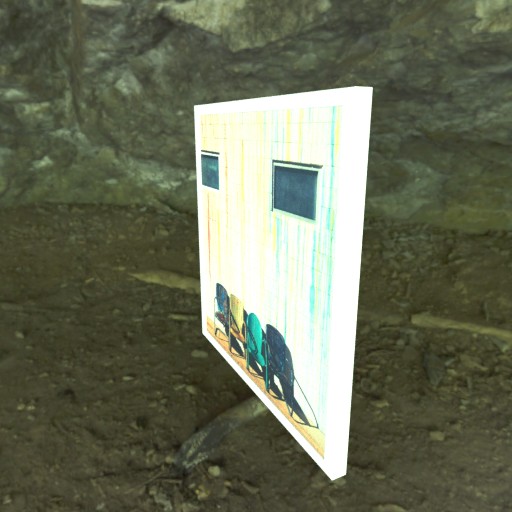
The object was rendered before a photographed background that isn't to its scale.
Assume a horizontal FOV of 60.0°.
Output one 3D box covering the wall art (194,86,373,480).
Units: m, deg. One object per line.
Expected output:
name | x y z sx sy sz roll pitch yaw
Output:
wall art | 0.000 0.000 1.139 0.036 0.760 0.760 -8 18 -26
